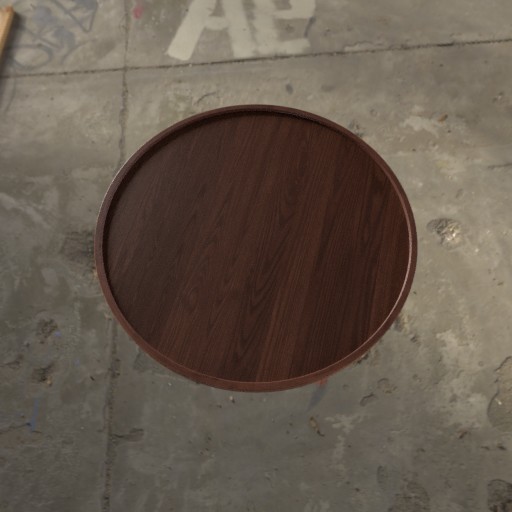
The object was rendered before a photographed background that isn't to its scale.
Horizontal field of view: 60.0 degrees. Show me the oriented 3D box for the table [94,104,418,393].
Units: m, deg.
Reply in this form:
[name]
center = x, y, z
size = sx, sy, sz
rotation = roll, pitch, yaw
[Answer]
[table]
center = 0.000, 0.000, 1.271
size = 0.800, 0.360, 0.800
rotation = 0, 65, 0
